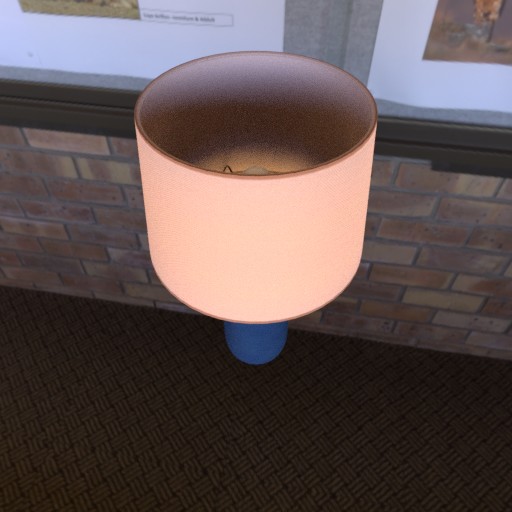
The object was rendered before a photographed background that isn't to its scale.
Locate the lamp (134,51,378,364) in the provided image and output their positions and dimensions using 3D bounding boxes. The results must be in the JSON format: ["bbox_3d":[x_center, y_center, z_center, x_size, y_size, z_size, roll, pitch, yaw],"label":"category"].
[{"bbox_3d":[0.000,0.000,0.816,0.367,0.609,0.367,0,48,0],"label":"lamp"}]
